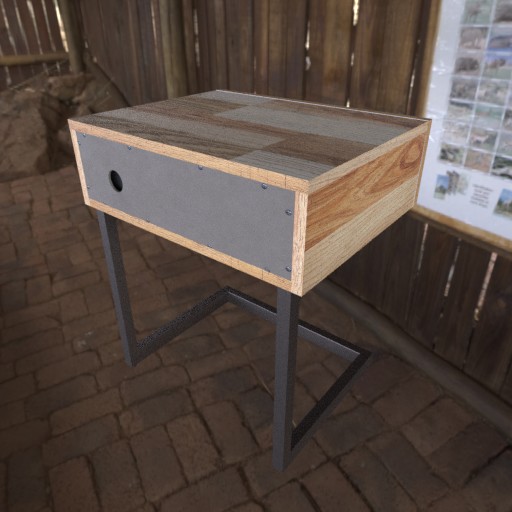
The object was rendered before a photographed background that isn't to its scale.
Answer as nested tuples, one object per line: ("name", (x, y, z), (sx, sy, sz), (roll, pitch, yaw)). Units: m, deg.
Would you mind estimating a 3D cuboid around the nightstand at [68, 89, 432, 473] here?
("nightstand", (0.000, 0.000, 1.032), (0.558, 0.632, 0.481), (22, 36, 33))
